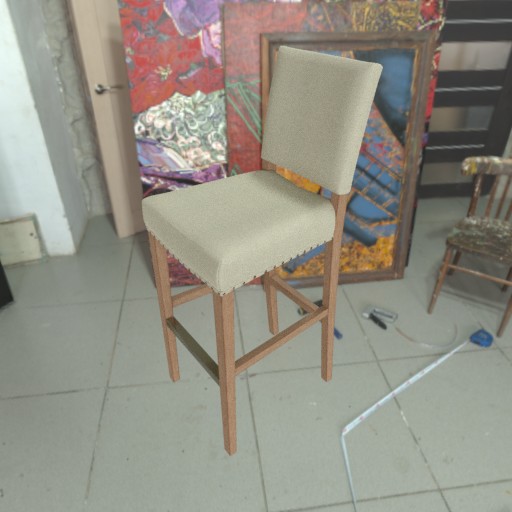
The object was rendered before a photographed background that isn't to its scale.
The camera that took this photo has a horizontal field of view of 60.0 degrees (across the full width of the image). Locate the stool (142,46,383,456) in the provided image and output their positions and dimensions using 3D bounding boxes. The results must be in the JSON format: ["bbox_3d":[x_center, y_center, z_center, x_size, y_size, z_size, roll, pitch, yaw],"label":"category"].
[{"bbox_3d":[0.000,0.000,1.411,0.546,1.143,0.428,-22,39,-30],"label":"stool"}]
